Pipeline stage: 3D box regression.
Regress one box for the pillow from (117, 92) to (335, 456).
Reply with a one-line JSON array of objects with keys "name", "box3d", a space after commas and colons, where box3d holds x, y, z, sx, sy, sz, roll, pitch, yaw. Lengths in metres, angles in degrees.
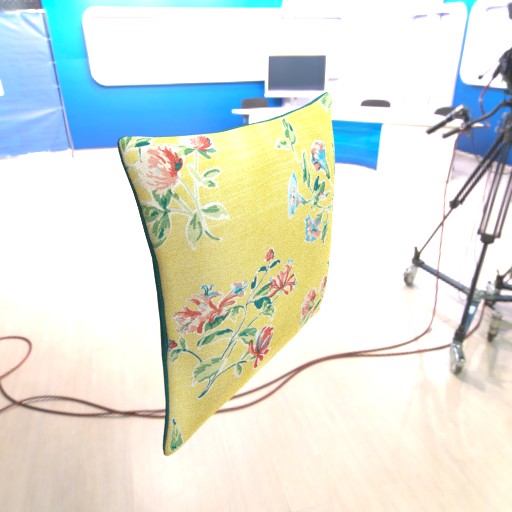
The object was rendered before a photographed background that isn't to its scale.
[{"name": "pillow", "box3d": [0.000, 0.000, 0.795, 0.166, 0.508, 0.525, 17, 32, 31]}]
